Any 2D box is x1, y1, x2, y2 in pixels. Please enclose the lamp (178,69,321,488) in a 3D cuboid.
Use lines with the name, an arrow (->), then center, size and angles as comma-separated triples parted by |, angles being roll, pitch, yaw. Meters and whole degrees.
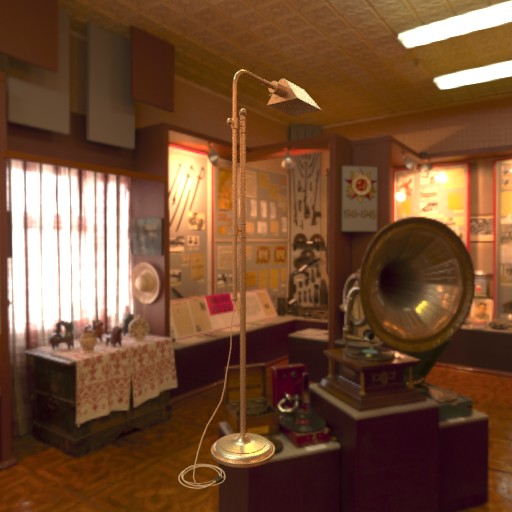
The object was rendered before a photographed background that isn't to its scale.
lamp -> 0.000, 0.000, 1.833 | 0.256, 1.571, 0.813 | 1, 1, 37
